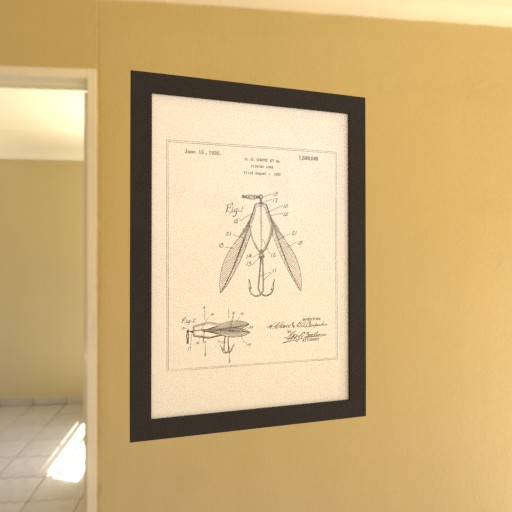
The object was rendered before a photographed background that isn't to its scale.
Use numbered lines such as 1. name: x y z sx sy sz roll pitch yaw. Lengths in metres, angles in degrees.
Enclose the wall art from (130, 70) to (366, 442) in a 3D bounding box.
1. wall art: 0.000 0.000 0.695 0.380 0.534 0.013 0 -1 -17
